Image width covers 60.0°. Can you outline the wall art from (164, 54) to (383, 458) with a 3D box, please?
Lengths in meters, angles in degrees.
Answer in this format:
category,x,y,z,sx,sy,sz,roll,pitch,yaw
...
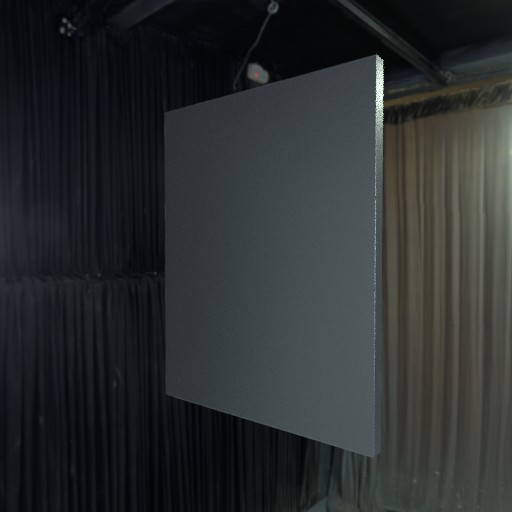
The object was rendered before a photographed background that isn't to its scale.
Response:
category,x,y,z,sx,sy,sz,roll,pitch,yaw
wall art,0.000,0.000,0.771,0.444,0.569,0.025,1,2,38
